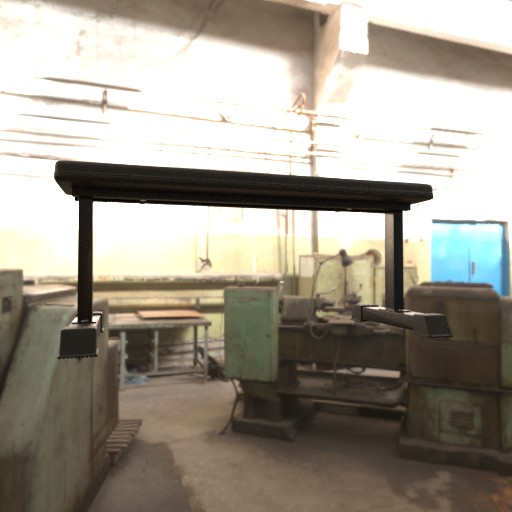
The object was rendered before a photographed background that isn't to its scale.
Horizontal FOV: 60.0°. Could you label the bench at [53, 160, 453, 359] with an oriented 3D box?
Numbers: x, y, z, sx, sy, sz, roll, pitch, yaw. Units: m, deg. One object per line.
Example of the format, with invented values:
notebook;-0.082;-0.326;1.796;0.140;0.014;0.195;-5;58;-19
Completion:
bench;0.000;0.000;1.298;1.072;0.453;0.439;0;-1;-17
